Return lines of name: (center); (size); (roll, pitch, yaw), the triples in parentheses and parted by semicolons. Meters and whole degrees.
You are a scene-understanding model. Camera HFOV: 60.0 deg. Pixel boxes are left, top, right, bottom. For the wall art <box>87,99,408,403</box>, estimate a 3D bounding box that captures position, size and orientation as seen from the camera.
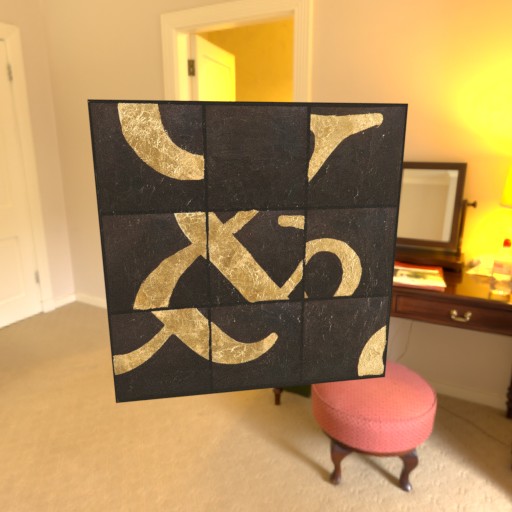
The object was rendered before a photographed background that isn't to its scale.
wall art: (0.000, 0.000, 1.154); (0.758, 0.758, 0.044); (-3, 15, -10)
